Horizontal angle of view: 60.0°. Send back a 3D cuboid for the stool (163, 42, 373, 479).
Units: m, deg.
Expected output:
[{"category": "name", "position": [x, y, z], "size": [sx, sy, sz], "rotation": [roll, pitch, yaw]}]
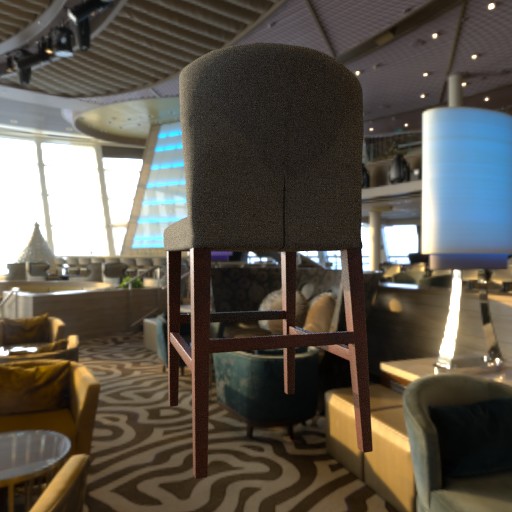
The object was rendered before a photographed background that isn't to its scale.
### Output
[{"category": "stool", "position": [0.000, 0.000, 1.271], "size": [0.479, 0.968, 0.568], "rotation": [0, 0, -18]}]
